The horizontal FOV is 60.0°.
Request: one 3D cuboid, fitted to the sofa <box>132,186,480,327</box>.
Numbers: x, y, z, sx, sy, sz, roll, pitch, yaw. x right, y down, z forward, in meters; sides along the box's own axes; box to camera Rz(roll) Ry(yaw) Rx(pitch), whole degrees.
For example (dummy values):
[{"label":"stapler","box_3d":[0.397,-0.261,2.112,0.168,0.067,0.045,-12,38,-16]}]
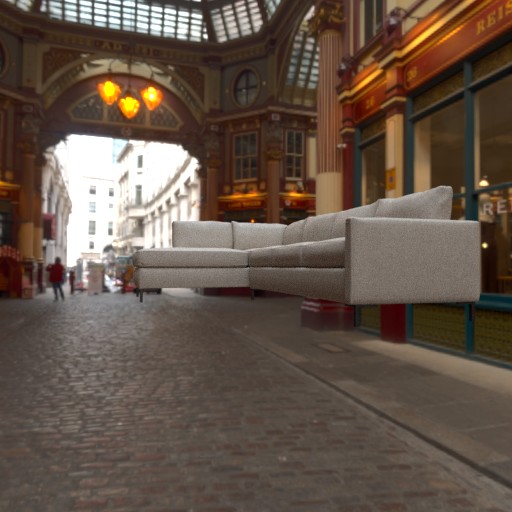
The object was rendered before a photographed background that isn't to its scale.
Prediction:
[{"label":"sofa","box_3d":[0.000,0.000,3.138,1.617,0.703,2.423,0,-1,-17]}]
